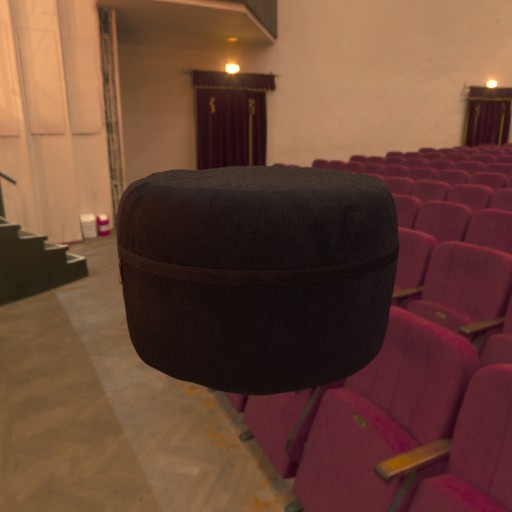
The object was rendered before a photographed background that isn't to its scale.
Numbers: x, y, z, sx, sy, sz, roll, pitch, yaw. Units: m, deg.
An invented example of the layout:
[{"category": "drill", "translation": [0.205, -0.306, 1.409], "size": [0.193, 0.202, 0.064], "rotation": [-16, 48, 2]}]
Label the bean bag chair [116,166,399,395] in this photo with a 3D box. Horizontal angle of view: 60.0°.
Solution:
[{"category": "bean bag chair", "translation": [0.000, 0.000, 2.015], "size": [1.219, 0.762, 1.219], "rotation": [0, 15, 0]}]
